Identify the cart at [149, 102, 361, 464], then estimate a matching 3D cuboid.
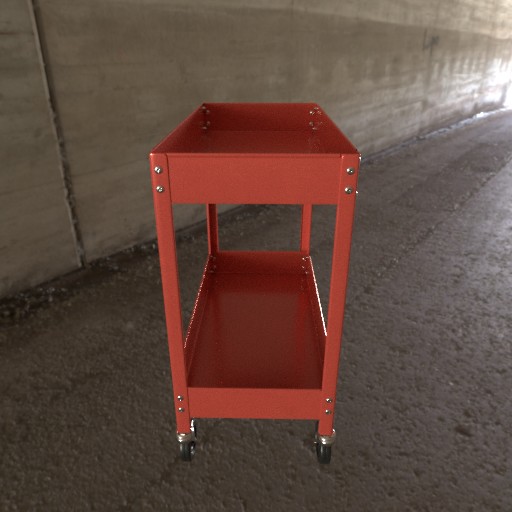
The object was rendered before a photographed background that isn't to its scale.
[{"bbox_3d":[0.000,0.000,1.193,0.366,0.719,0.779,1,26,1],"label":"cart"}]
